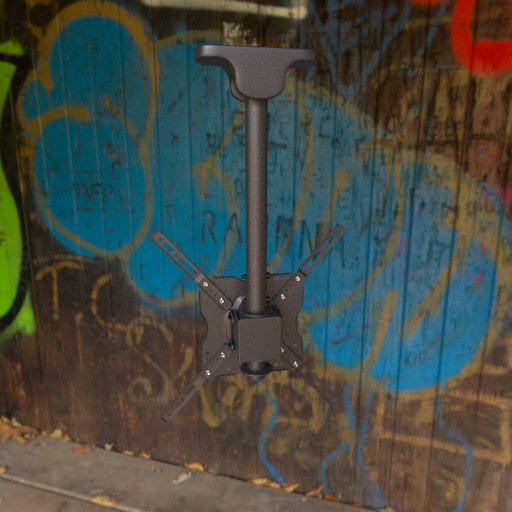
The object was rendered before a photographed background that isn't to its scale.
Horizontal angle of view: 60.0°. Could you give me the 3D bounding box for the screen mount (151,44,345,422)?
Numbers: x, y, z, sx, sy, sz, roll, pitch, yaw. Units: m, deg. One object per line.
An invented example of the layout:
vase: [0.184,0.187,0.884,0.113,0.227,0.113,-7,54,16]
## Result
screen mount: [0.000,0.000,0.854,0.393,0.729,0.090,-3,14,-11]
